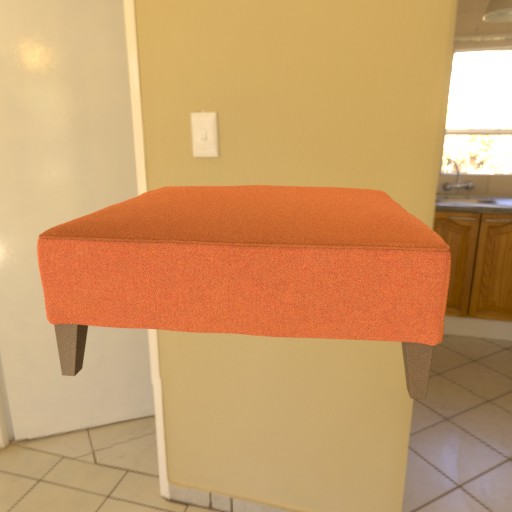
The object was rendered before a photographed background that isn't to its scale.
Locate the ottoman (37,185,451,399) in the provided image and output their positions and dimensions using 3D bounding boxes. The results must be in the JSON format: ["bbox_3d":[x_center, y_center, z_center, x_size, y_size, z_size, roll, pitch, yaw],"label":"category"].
[{"bbox_3d":[0.000,0.000,1.531,0.999,0.438,0.997,2,16,7],"label":"ottoman"}]
